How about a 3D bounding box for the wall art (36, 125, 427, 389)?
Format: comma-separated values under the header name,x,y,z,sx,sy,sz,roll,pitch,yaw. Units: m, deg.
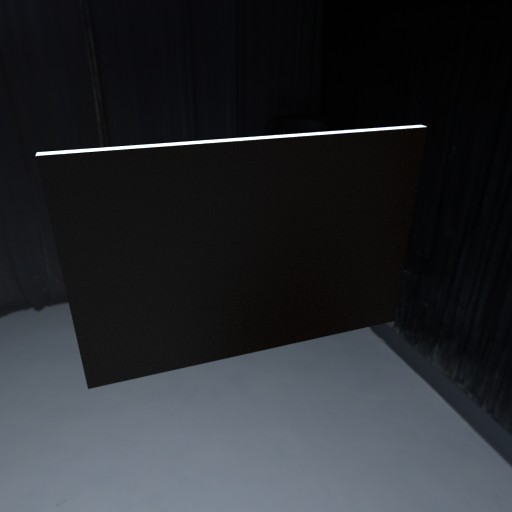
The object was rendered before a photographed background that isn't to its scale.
name,x,y,z,sx,sy,sz,roll,pitch,yaw
wall art,0.000,0.000,1.162,0.932,0.610,0.027,-9,28,-17
